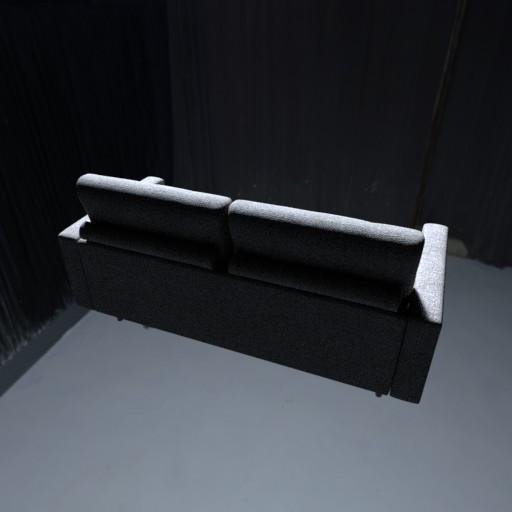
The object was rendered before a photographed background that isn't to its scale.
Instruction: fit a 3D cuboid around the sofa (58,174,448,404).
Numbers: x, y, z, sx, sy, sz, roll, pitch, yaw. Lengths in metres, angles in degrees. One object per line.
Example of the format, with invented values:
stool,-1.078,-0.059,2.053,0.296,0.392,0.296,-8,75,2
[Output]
sofa,0.000,0.000,2.331,1.821,0.902,0.863,12,35,18
